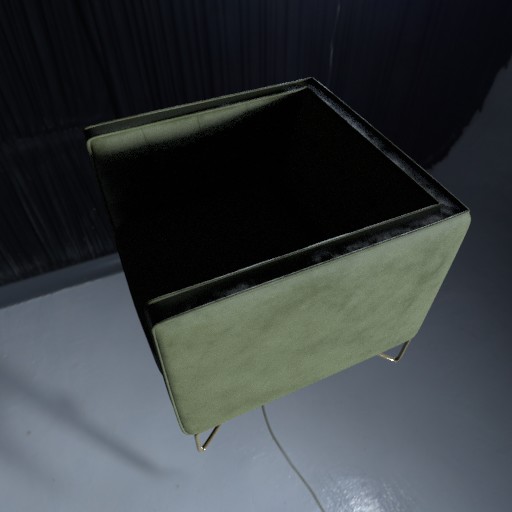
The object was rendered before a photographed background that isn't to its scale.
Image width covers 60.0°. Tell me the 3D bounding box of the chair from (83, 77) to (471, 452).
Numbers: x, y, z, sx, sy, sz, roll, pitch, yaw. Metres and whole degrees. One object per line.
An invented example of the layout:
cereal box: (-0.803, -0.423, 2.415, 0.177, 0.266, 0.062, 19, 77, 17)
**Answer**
chair: (0.000, 0.000, 1.576, 0.894, 0.790, 0.880, -18, 50, -16)
